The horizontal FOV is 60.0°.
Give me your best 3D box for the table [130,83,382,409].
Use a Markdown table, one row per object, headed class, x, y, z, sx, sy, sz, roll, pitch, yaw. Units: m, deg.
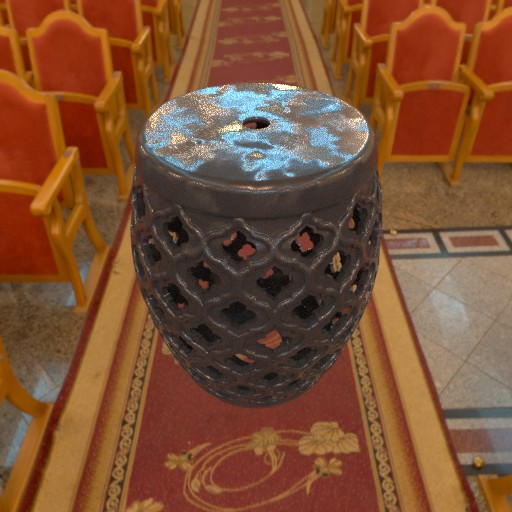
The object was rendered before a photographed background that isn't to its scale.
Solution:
| class | x | y | z | sx | sy | sz | roll | pitch | yaw |
| --- | --- | --- | --- | --- | --- | --- | --- | --- | --- |
| table | 0.000 | 0.000 | 0.615 | 0.325 | 0.388 | 0.325 | 0 | 41 | 0 |
